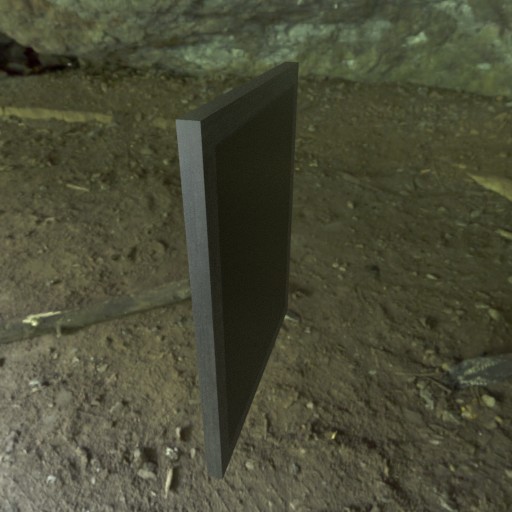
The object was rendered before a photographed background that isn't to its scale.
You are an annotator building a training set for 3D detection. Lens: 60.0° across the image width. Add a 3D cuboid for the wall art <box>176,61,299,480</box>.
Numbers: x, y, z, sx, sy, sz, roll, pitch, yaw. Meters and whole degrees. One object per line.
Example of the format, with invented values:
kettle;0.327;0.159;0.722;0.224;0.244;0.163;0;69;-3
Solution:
wall art;0.000;0.000;0.785;0.027;0.580;0.479;8;31;14
